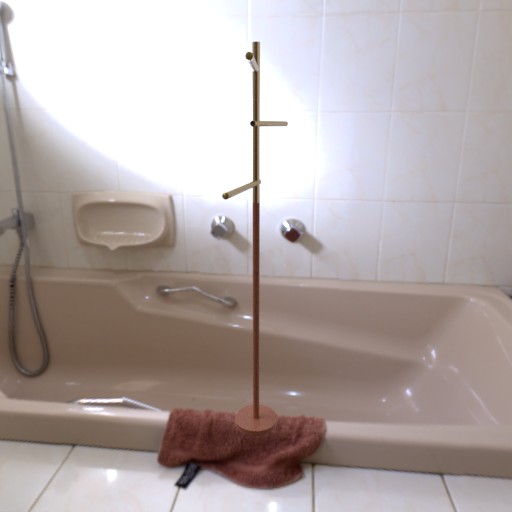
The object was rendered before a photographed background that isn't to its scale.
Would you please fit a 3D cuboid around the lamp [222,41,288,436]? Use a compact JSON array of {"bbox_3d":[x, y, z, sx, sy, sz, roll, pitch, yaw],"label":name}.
[{"bbox_3d":[0.000,0.000,1.934,0.209,1.704,0.737,2,17,8],"label":"lamp"}]
